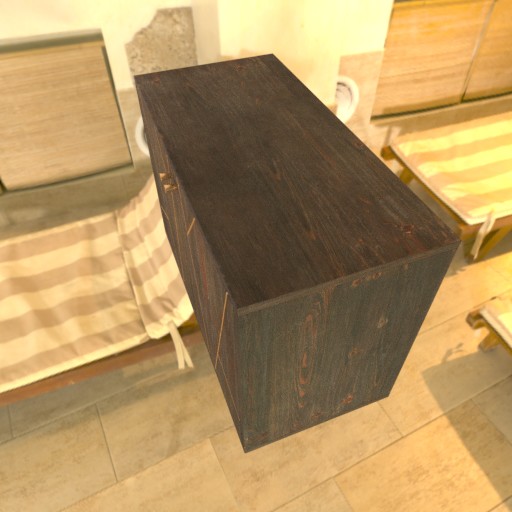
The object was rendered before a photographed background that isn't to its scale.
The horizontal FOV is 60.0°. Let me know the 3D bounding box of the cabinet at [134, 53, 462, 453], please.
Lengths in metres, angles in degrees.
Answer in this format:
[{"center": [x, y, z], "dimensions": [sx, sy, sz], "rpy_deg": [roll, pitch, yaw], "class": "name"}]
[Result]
[{"center": [0.000, 0.000, 1.511], "dimensions": [0.529, 0.897, 1.023], "rpy_deg": [-16, 48, -14], "class": "cabinet"}]
